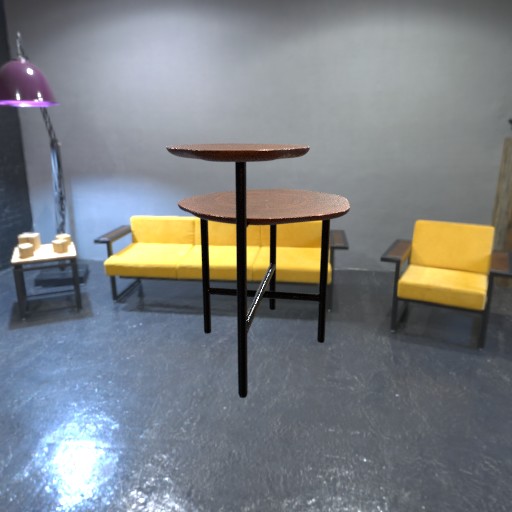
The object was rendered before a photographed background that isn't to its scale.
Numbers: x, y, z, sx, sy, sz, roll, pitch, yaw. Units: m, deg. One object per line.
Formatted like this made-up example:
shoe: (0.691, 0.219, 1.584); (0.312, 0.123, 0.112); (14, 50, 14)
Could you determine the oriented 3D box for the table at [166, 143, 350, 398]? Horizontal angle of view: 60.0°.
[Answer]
table: (0.000, 0.000, 1.088); (0.442, 0.538, 0.759); (3, 16, 10)
